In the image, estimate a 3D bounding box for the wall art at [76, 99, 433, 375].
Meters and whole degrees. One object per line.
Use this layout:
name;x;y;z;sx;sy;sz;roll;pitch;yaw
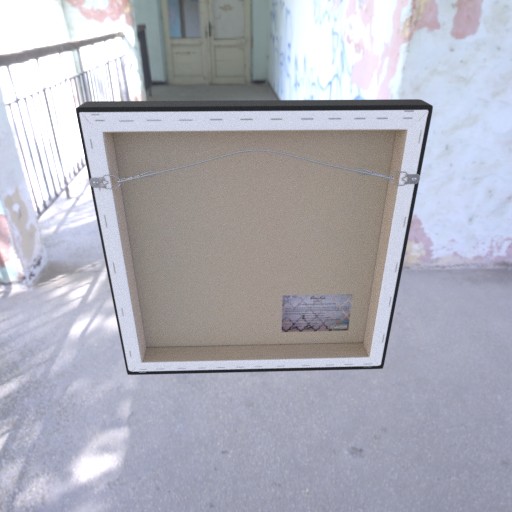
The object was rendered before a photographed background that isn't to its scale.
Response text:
wall art;0.000;0.000;0.614;0.406;0.407;0.041;-1;30;-2
